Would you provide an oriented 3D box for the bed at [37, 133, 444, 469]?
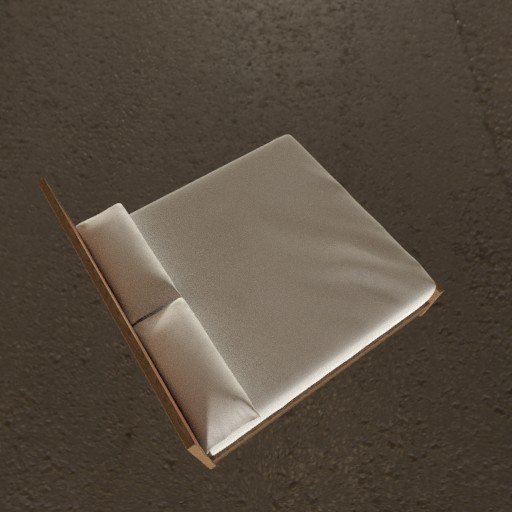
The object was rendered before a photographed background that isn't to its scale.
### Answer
[{"bbox_3d":[0.000,0.000,3.424,2.184,1.295,2.013,-31,65,-16],"label":"bed"}]
